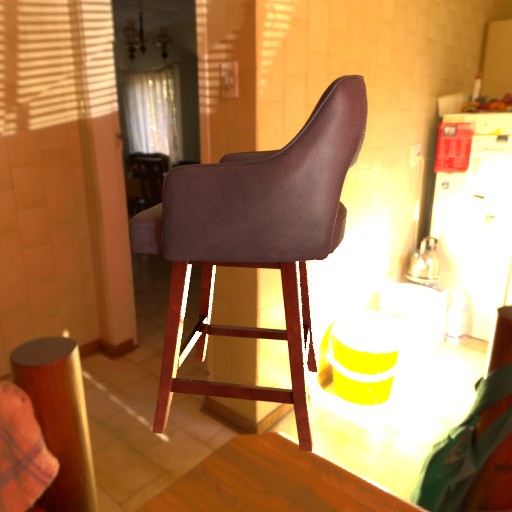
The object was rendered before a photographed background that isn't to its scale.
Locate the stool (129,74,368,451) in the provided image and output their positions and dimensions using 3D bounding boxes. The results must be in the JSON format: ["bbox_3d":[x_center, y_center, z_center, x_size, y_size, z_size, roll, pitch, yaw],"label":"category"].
[{"bbox_3d":[0.000,0.000,1.263,0.560,0.936,0.550,3,16,9],"label":"stool"}]
